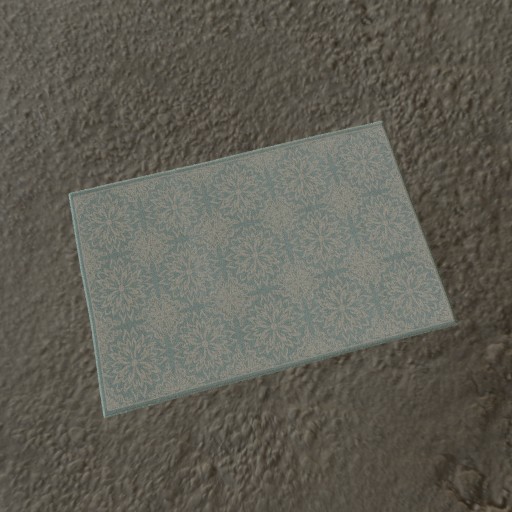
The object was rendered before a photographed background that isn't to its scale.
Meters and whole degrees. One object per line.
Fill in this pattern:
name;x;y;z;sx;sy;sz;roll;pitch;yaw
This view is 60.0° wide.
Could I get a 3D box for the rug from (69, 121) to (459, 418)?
rug;0.000;0.000;2.372;1.840;0.012;1.219;-14;75;-4
